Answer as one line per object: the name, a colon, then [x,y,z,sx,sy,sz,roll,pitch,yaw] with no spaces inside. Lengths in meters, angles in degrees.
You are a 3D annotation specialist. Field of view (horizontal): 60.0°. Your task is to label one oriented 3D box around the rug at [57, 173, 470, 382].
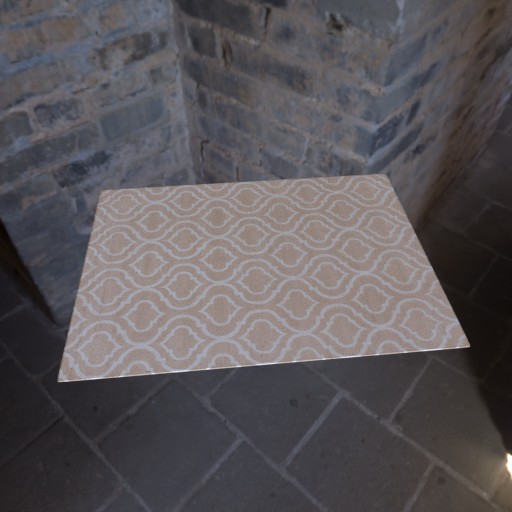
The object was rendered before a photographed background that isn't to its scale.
rug: [0.000,0.000,2.792,2.134,0.010,1.524,-4,47,-4]
